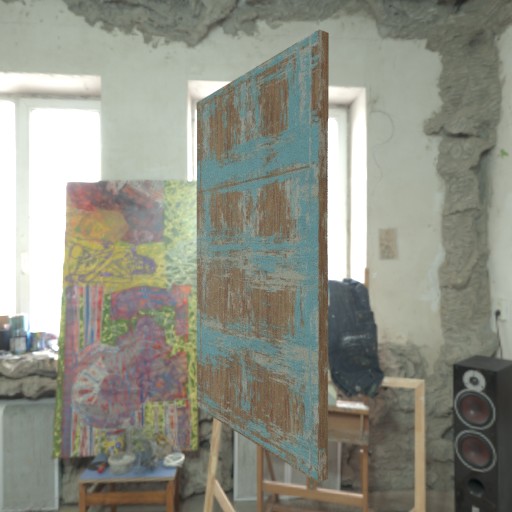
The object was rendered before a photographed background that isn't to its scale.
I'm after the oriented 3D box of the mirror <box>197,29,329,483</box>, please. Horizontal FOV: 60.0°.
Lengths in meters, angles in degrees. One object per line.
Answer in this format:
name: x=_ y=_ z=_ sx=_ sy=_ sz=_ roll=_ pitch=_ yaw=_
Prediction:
mirror: x=0.000 y=0.000 z=1.500 sx=0.083 sy=1.213 sz=0.707 roll=0 pitch=1 yaw=-35
